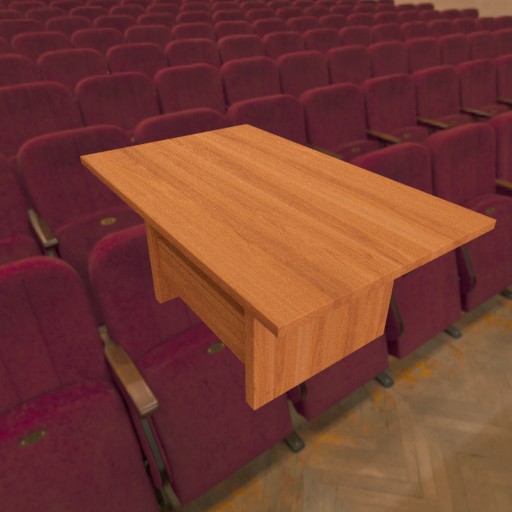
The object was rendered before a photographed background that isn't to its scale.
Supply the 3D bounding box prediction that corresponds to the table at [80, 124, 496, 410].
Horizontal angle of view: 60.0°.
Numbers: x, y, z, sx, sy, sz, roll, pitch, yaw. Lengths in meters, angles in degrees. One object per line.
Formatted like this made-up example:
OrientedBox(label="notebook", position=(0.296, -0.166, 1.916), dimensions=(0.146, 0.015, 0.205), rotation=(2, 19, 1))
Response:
OrientedBox(label="table", position=(0.000, 0.000, 1.454), dimensions=(0.700, 0.510, 1.100), rotation=(-21, 37, -30))
